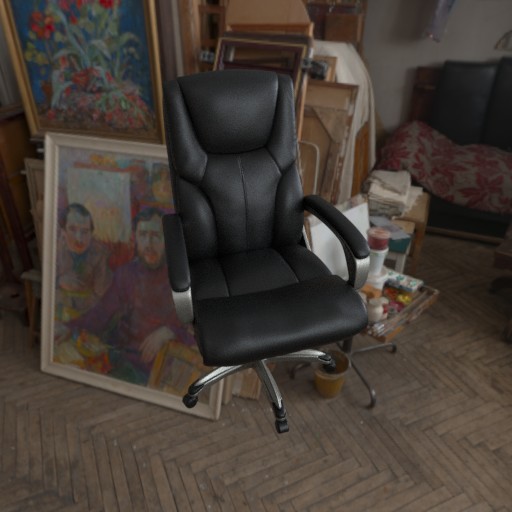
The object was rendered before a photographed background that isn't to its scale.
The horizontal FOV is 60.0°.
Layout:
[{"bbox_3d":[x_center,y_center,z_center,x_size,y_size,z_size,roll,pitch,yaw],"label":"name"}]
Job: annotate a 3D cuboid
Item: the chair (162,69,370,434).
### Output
[{"bbox_3d":[0.000,0.000,1.596,0.663,1.155,0.739,-10,33,-15],"label":"chair"}]
